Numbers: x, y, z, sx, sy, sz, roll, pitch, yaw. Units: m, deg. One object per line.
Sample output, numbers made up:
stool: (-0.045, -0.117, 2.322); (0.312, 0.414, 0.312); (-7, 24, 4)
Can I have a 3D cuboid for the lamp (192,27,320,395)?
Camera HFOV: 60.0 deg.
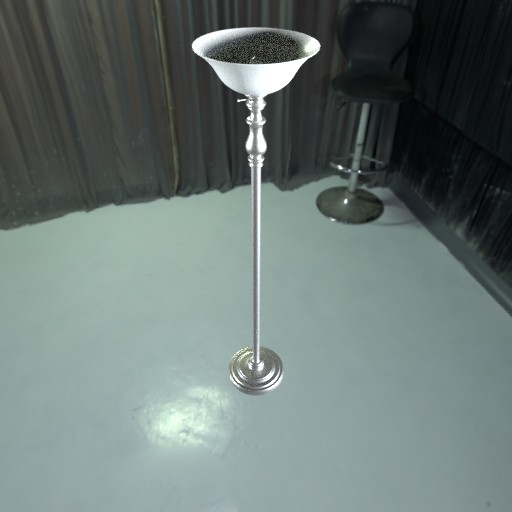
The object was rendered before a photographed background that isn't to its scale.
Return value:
lamp: (0.000, 0.000, 1.982); (0.405, 1.771, 0.405); (-13, 42, -15)
